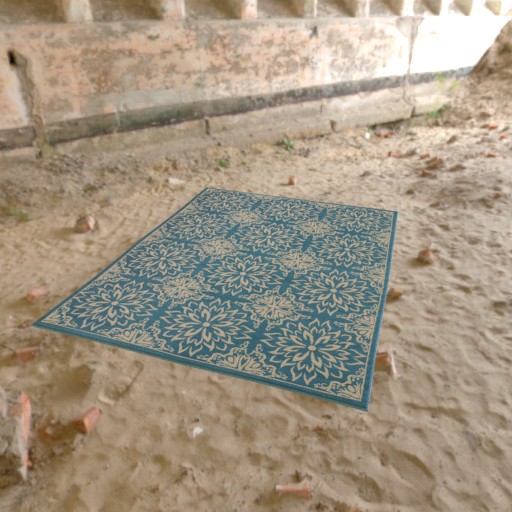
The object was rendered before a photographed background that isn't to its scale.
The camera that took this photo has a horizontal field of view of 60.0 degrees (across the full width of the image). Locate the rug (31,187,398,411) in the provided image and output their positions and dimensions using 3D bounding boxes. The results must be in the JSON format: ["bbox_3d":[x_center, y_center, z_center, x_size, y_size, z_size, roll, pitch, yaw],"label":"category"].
[{"bbox_3d":[0.000,0.000,4.028,2.350,0.018,2.964,10,30,17],"label":"rug"}]
